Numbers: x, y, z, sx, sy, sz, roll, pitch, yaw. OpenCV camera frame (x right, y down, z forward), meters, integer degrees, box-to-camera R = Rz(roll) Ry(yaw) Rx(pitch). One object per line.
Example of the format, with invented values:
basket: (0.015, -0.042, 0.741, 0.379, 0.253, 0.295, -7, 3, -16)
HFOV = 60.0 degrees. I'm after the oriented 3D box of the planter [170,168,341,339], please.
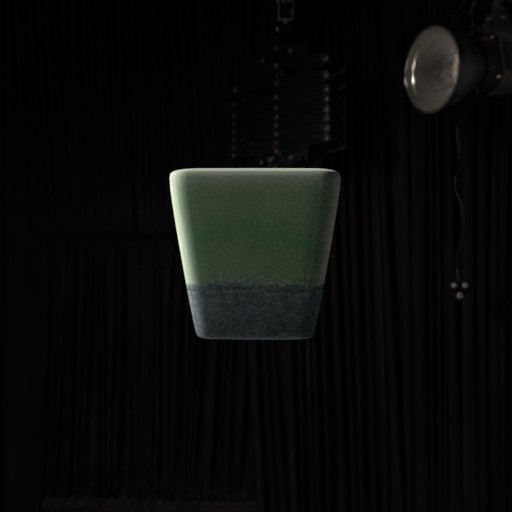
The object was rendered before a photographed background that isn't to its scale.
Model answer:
planter: (0.000, 0.000, 0.312, 0.072, 0.072, 0.275, 0, 0, 0)
